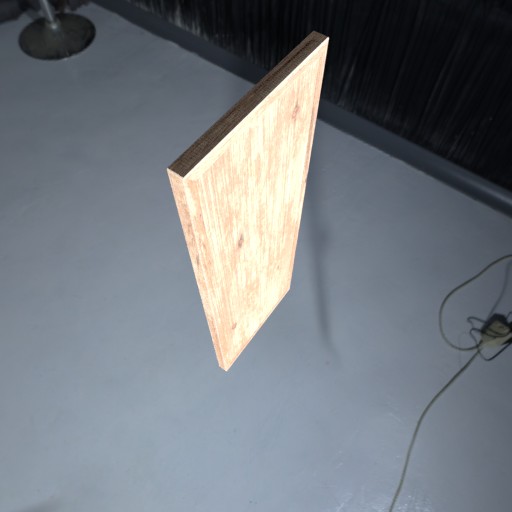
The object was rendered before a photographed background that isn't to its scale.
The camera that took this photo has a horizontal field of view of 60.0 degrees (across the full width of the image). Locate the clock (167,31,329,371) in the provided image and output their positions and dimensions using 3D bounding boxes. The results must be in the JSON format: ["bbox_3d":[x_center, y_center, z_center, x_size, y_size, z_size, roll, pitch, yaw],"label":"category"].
[{"bbox_3d":[0.000,0.000,1.072,0.030,0.965,0.361,33,66,17],"label":"clock"}]
